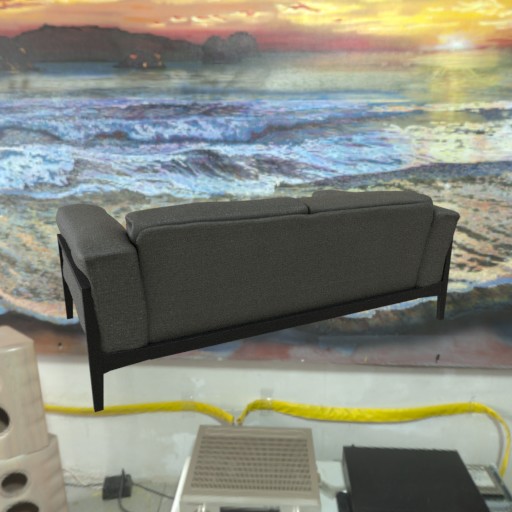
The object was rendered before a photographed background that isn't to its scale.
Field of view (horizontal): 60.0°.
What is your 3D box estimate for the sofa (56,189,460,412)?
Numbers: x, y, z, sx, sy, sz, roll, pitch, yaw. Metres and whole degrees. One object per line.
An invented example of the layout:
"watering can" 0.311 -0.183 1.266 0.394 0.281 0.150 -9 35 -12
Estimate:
"sofa" 0.000 0.000 2.140 1.690 0.656 0.960 -8 17 -27
